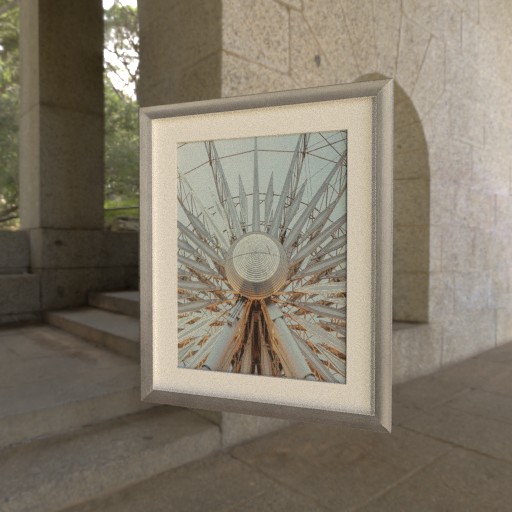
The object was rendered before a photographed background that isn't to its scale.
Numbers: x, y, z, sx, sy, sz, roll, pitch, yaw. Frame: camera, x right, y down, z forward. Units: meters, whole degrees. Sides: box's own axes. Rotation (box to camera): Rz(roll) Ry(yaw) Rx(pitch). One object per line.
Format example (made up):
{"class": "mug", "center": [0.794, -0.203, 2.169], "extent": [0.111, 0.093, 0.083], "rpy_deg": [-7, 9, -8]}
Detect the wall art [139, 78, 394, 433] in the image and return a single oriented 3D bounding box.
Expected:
{"class": "wall art", "center": [0.000, 0.000, 0.779], "extent": [0.458, 0.558, 0.029], "rpy_deg": [0, 1, 19]}
